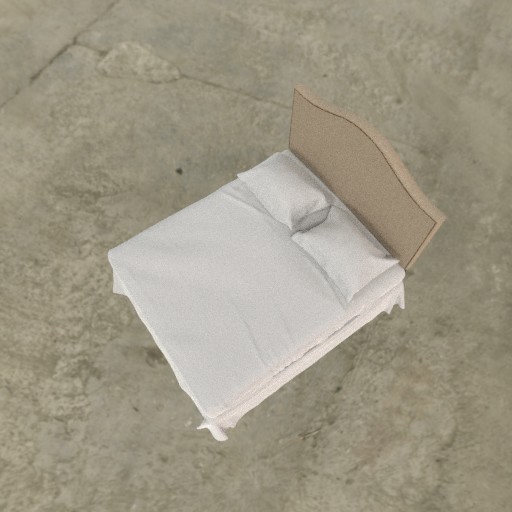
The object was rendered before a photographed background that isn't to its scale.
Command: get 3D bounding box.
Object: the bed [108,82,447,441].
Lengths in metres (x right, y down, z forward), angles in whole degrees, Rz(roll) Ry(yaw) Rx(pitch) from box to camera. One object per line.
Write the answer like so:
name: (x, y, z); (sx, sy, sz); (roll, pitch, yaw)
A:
bed: (0.000, 0.000, 3.559); (2.221, 1.645, 1.876); (-32, 67, -15)
